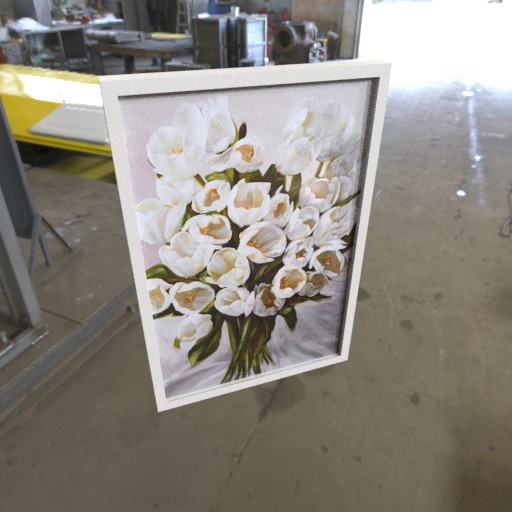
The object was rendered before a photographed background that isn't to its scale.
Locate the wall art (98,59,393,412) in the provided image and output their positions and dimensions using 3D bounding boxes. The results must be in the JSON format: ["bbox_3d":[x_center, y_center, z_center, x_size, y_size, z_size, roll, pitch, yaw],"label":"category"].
[{"bbox_3d":[0.000,0.000,0.543,0.293,0.428,0.025,-11,34,-16],"label":"wall art"}]
